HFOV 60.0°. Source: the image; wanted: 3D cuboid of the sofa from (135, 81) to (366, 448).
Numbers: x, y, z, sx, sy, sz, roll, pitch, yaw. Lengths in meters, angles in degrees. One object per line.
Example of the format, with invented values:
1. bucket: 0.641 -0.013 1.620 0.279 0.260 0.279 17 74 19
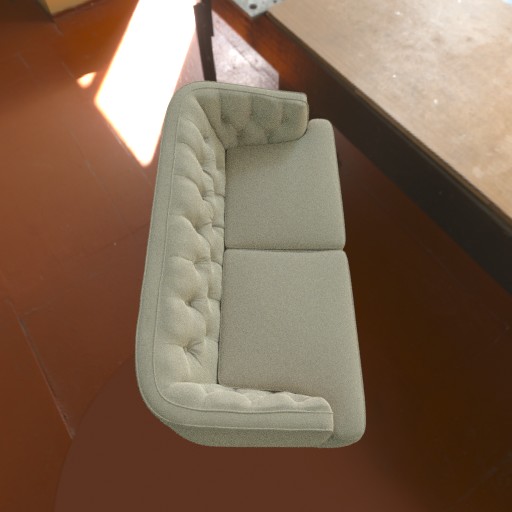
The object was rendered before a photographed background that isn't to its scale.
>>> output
1. sofa: 0.000 0.000 2.232 0.941 0.855 1.733 0 62 0
